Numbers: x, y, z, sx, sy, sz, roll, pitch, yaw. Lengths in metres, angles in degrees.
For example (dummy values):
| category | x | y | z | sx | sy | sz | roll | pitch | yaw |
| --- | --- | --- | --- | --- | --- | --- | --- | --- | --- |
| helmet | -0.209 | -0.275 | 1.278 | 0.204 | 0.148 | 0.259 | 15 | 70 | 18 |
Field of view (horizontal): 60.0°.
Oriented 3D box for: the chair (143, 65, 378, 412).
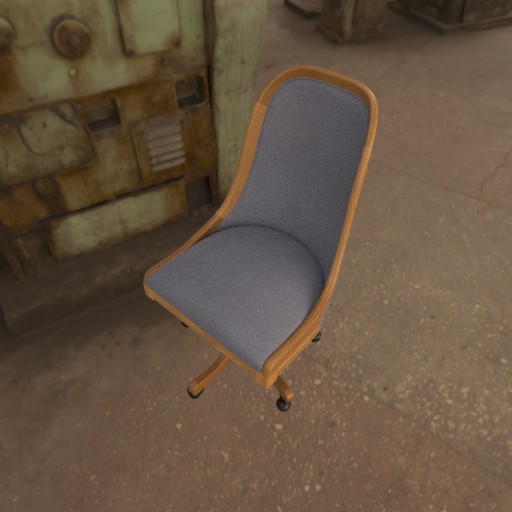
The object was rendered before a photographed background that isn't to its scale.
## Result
| category | x | y | z | sx | sy | sz | roll | pitch | yaw |
| --- | --- | --- | --- | --- | --- | --- | --- | --- | --- |
| chair | 0.000 | 0.000 | 1.517 | 0.605 | 1.031 | 0.735 | 32 | 53 | 27 |
